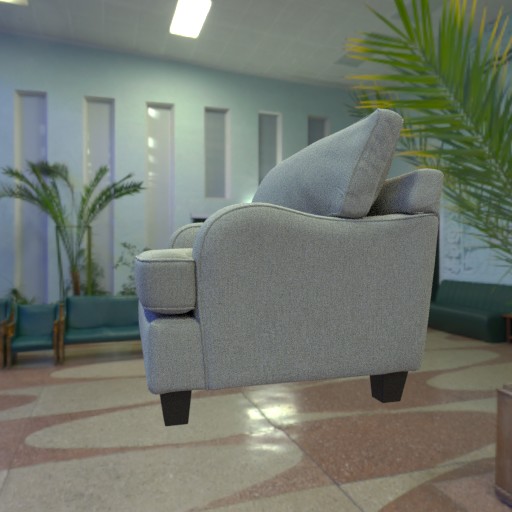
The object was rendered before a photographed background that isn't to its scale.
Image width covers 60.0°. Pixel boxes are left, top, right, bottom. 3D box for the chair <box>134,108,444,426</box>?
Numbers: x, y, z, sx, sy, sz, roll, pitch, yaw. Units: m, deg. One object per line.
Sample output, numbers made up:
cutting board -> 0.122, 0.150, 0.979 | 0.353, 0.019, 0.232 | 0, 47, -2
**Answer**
chair -> 0.000, 0.000, 1.974 | 1.041, 1.016, 1.220 | 0, 1, -16
